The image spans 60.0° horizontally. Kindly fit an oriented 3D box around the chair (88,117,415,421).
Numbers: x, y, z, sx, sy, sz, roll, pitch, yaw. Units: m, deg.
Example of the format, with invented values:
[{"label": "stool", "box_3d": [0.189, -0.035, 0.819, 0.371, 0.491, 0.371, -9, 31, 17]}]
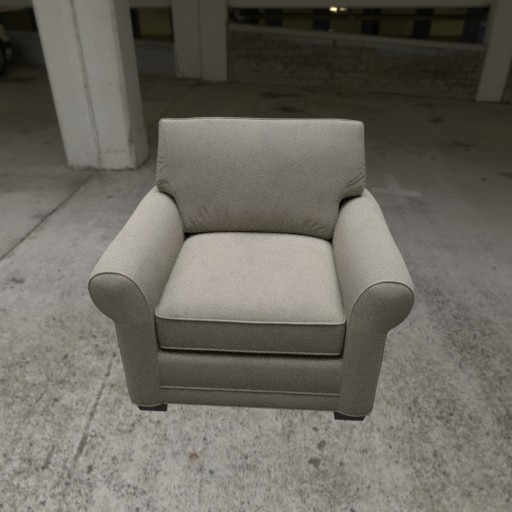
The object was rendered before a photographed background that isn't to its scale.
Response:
[{"label": "chair", "box_3d": [0.000, 0.000, 1.950, 1.147, 1.044, 0.939, 2, 30, 3]}]
